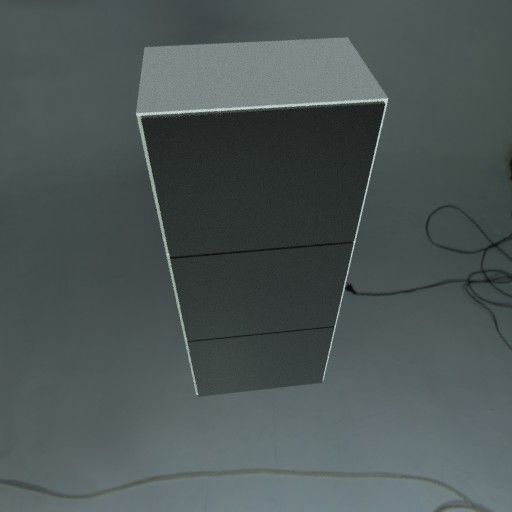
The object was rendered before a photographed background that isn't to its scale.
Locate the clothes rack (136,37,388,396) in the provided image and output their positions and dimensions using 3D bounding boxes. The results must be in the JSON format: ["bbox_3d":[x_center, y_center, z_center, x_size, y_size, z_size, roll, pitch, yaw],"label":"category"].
[{"bbox_3d":[0.000,0.000,1.408,0.500,1.187,0.330,-5,47,-5],"label":"clothes rack"}]
